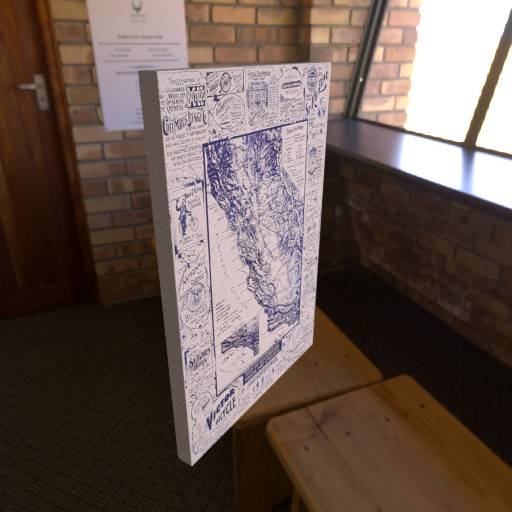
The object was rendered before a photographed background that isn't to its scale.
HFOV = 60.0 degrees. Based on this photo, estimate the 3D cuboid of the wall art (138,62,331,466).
[{"bbox_3d":[0.000,0.000,0.952,0.039,0.753,0.511,17,30,32],"label":"wall art"}]
